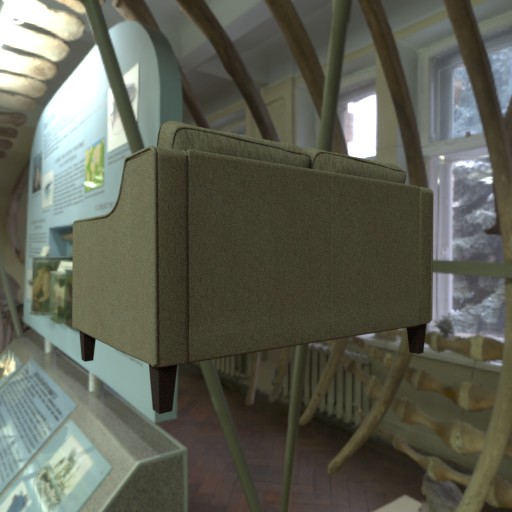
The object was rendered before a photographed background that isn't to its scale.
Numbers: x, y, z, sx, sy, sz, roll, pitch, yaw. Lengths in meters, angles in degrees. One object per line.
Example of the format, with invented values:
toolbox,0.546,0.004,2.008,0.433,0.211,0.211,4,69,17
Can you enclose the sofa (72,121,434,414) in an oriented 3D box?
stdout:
sofa,0.000,0.000,2.177,1.503,0.981,0.985,0,0,-37
